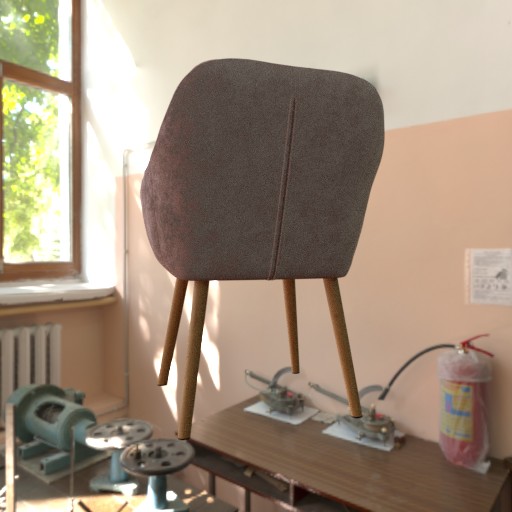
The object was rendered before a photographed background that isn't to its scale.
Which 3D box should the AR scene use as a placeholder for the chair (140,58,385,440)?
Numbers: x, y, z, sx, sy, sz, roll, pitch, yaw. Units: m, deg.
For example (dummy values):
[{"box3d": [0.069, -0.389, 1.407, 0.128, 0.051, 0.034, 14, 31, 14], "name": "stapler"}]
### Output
[{"box3d": [0.000, 0.000, 1.226, 0.610, 0.832, 0.570, 0, 1, -17], "name": "chair"}]
